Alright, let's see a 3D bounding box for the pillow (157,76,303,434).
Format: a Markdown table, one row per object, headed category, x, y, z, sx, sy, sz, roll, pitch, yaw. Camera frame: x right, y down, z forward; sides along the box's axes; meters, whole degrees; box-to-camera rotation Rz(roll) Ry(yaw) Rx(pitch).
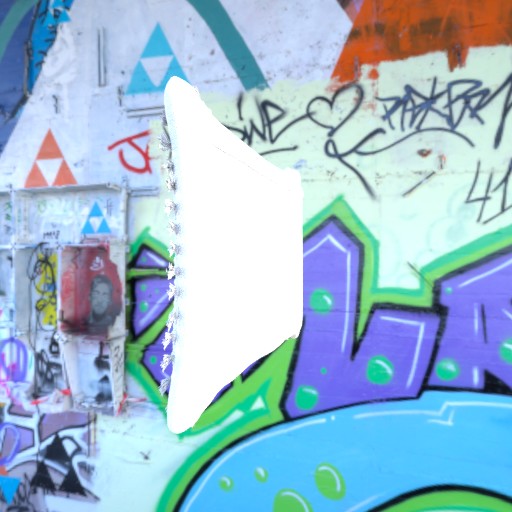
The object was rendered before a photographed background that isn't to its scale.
| category | x | y | z | sx | sy | sz | roll | pitch | yaw |
| --- | --- | --- | --- | --- | --- | --- | --- | --- | --- |
| pillow | 0.000 | 0.000 | 0.581 | 0.084 | 0.305 | 0.466 | 0 | 1 | 18 |
